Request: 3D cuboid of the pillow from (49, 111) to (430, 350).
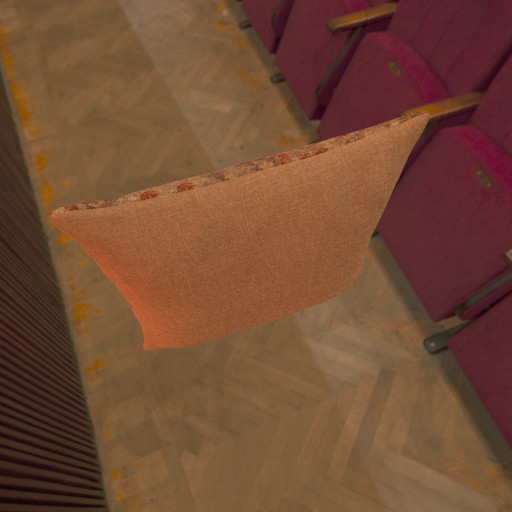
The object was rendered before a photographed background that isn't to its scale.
[{"bbox_3d":[0.000,0.000,0.785,0.523,0.506,0.166,-17,61,-10],"label":"pillow"}]
